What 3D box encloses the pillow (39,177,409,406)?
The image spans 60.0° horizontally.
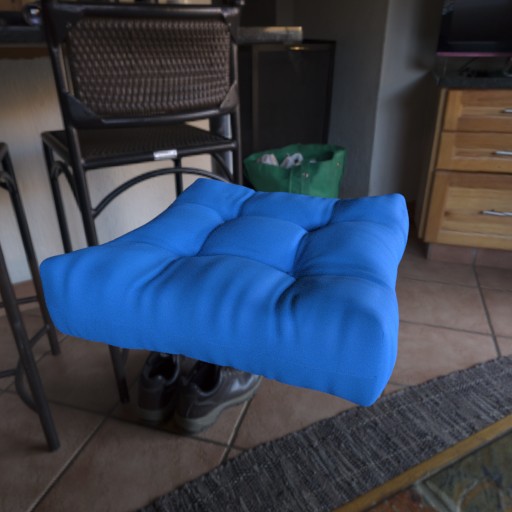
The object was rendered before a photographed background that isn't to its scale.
[{"bbox_3d":[0.000,0.000,0.732,0.468,0.128,0.490,8,26,17],"label":"pillow"}]
